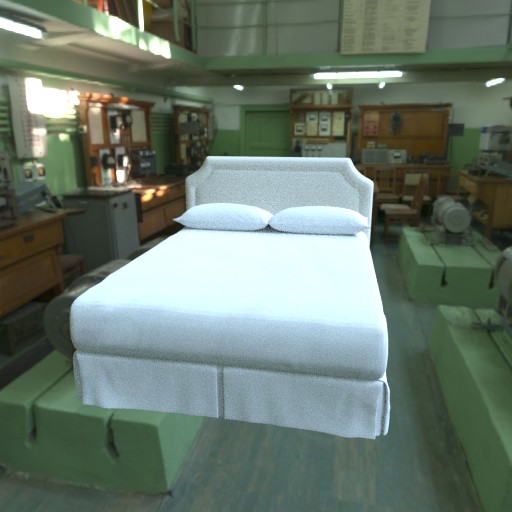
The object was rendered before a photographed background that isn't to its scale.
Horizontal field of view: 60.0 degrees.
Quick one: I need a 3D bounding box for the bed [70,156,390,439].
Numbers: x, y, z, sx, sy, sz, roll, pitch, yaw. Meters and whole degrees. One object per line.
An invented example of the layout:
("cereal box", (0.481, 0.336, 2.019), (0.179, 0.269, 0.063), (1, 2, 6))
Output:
("bed", (0.000, 0.000, 3.838), (2.134, 1.524, 2.548), (3, 17, 10))
